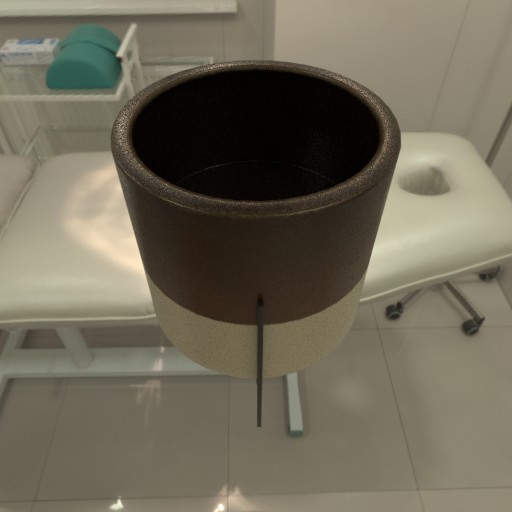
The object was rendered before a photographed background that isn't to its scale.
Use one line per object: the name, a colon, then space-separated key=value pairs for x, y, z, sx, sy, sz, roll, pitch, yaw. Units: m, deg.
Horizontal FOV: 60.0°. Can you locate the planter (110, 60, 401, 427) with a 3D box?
planter: x=0.000 y=0.000 z=0.696 sx=0.345 sy=0.465 sz=0.354 roll=-1 pitch=47 yaw=-1
